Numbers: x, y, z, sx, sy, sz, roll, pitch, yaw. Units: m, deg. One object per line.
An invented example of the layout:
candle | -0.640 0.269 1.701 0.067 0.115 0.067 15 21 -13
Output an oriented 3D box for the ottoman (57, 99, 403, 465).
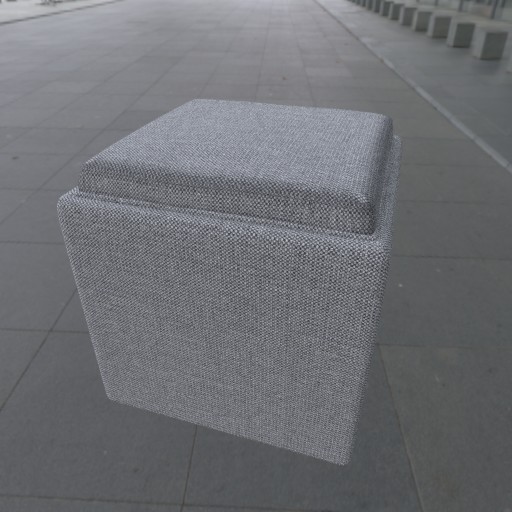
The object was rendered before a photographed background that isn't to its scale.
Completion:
ottoman | 0.000 0.000 0.820 0.454 0.487 0.436 10 34 15
